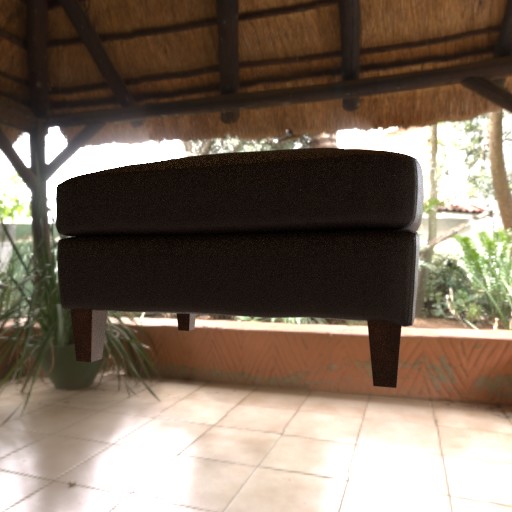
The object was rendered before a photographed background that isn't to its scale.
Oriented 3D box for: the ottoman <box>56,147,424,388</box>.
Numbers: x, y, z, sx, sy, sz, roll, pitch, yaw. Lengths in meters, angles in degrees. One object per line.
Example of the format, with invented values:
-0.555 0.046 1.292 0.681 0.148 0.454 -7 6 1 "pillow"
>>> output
0.000 0.000 1.258 0.887 0.529 0.659 0 -1 18 "ottoman"
